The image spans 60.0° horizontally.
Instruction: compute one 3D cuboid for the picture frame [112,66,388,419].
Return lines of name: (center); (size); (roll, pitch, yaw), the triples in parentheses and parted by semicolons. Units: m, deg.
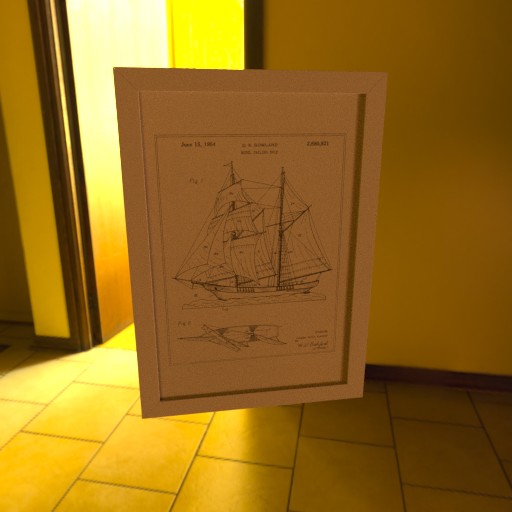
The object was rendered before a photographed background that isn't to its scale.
picture frame: (0.000, 0.000, 0.589); (0.326, 0.459, 0.011); (-3, 16, -9)
